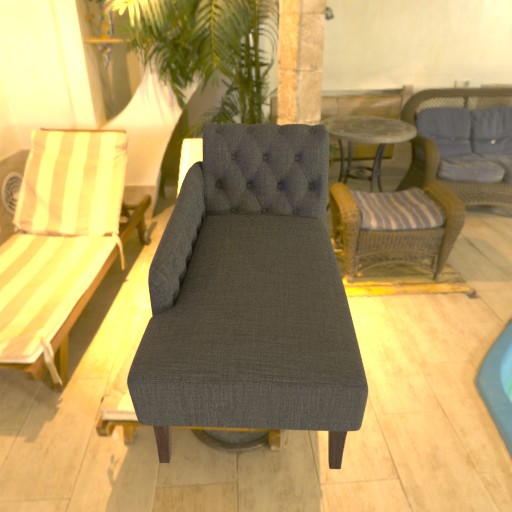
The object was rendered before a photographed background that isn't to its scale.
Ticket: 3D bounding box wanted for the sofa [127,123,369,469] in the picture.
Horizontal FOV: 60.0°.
[{"bbox_3d":[0.000,0.000,1.789,0.675,0.787,1.379,1,29,2],"label":"sofa"}]
